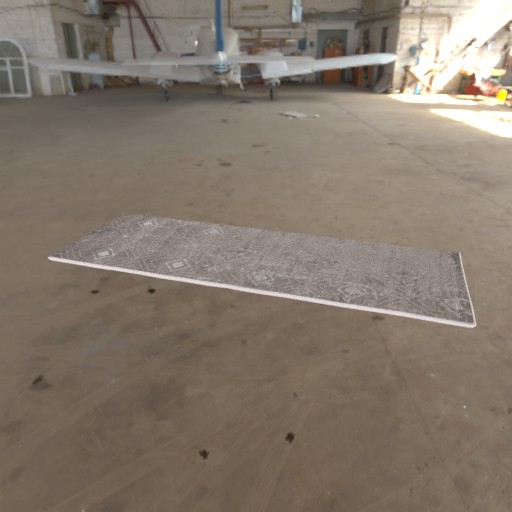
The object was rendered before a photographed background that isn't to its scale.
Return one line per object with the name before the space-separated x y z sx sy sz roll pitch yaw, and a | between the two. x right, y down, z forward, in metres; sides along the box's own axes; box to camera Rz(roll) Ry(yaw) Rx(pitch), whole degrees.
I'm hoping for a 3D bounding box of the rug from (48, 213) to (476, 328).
rug | 0.000 0.000 2.706 2.381 0.035 0.832 8 26 16
